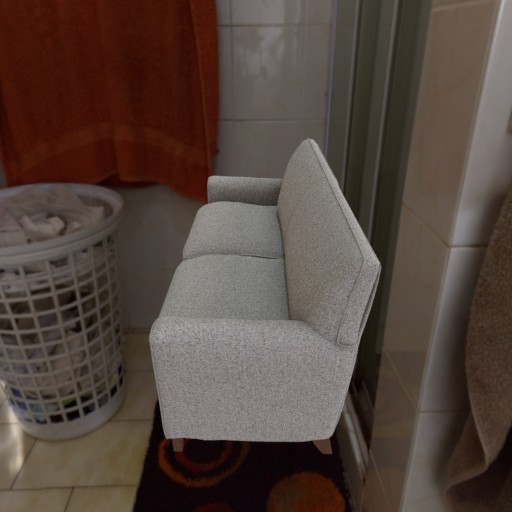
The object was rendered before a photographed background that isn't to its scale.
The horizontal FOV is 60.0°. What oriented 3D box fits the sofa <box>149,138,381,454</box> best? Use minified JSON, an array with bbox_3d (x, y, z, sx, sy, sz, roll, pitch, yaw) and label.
[{"bbox_3d":[0.000,0.000,2.522,0.854,0.942,2.026,0,26,1],"label":"sofa"}]
